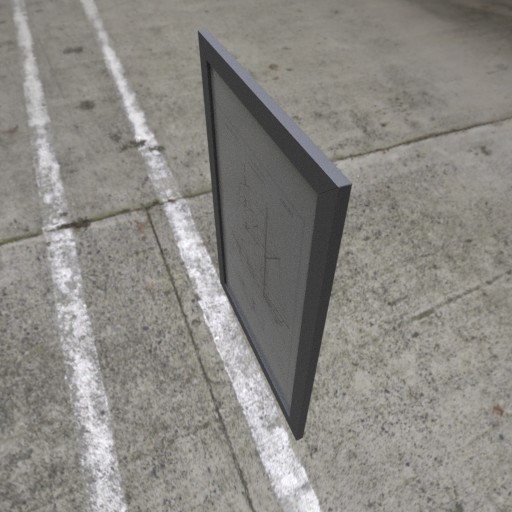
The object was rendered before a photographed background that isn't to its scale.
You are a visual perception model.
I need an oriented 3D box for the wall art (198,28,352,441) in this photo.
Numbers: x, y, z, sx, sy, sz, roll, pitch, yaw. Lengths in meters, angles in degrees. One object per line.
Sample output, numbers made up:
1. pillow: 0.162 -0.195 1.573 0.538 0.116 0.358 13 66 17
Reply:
1. wall art: 0.000 0.000 0.679 0.013 0.534 0.380 -17 49 -16
